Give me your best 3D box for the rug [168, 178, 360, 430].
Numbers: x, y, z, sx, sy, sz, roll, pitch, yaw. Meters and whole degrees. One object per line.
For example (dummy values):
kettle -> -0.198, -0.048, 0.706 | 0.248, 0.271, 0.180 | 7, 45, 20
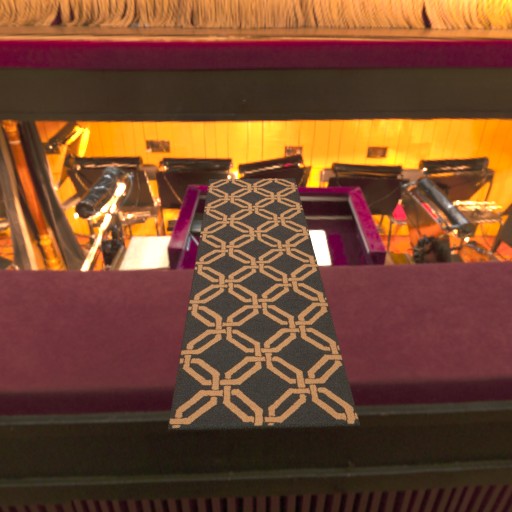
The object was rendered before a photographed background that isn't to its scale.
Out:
rug -> 0.000, 0.000, 2.522 | 0.678, 0.014, 2.276 | -1, 32, -1
